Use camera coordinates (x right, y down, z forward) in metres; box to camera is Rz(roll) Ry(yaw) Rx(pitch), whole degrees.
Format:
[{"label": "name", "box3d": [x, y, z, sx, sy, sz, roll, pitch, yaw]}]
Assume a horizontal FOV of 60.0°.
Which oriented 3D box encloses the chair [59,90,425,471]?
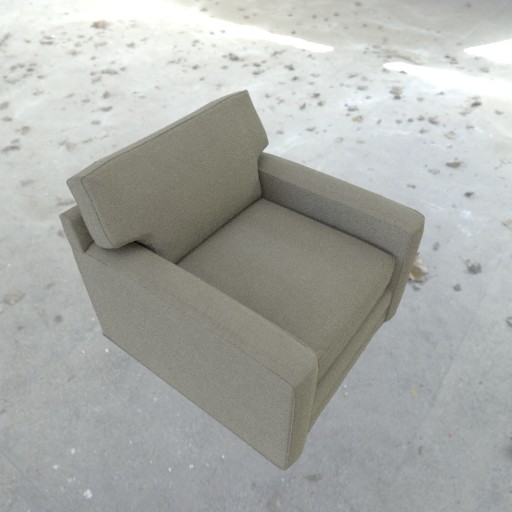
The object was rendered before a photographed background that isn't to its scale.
[{"label": "chair", "box3d": [0.000, 0.000, 1.832, 1.044, 0.934, 0.999, 27, 49, 26]}]
